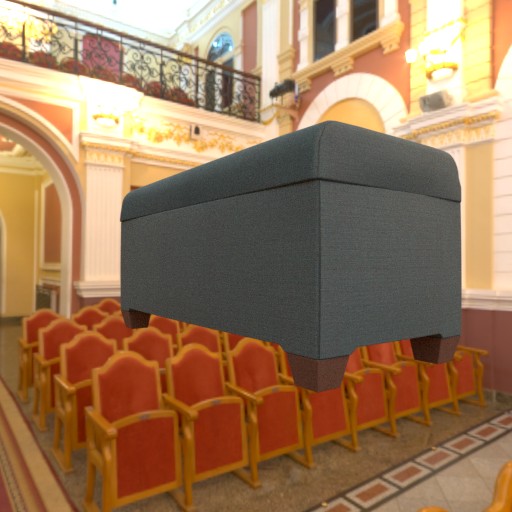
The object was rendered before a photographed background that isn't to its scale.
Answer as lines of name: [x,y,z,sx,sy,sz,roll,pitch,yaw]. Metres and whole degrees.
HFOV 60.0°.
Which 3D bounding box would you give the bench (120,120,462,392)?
bench: [0.000,0.000,1.246,0.476,0.474,0.995,1,-1,-36]
